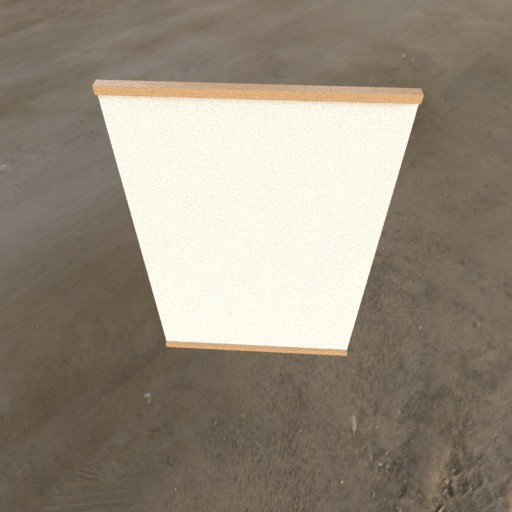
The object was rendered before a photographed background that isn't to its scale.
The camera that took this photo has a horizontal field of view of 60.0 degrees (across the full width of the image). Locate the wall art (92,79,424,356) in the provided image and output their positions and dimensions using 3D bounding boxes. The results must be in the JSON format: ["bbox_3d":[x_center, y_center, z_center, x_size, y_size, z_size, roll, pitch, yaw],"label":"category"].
[{"bbox_3d":[0.000,0.000,1.279,0.669,1.020,0.027,2,48,2],"label":"wall art"}]
